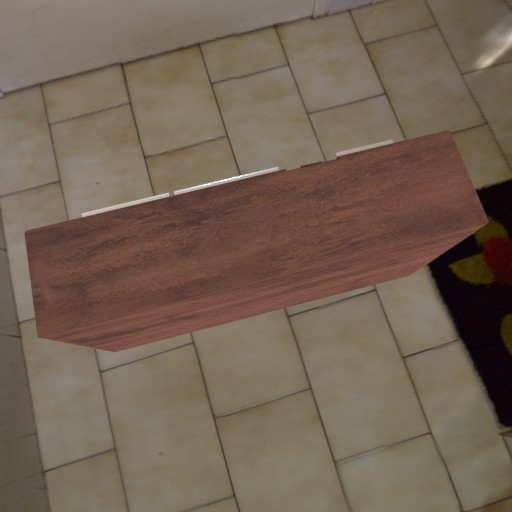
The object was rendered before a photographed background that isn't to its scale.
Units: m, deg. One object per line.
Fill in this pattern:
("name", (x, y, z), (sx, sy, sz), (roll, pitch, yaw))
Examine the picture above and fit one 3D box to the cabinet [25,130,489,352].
("cabinet", (0.000, 0.000, 2.006), (1.600, 0.900, 0.420), (-14, 75, -4))
